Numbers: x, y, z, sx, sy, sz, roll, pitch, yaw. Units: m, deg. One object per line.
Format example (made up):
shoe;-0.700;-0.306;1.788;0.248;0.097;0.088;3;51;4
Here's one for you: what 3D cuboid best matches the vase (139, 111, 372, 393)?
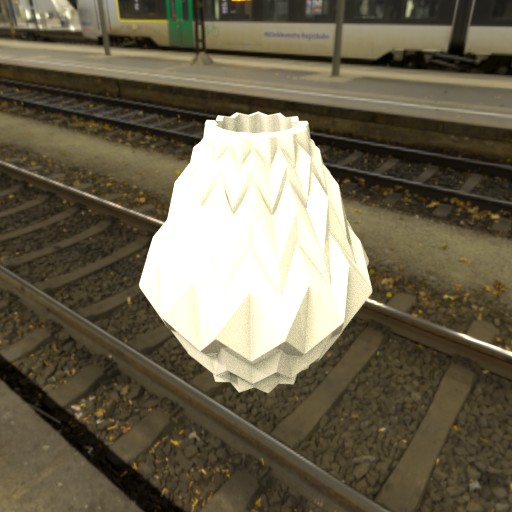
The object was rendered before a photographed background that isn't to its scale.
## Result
vase;0.000;0.000;0.313;0.164;0.185;0.164;0;29;0
